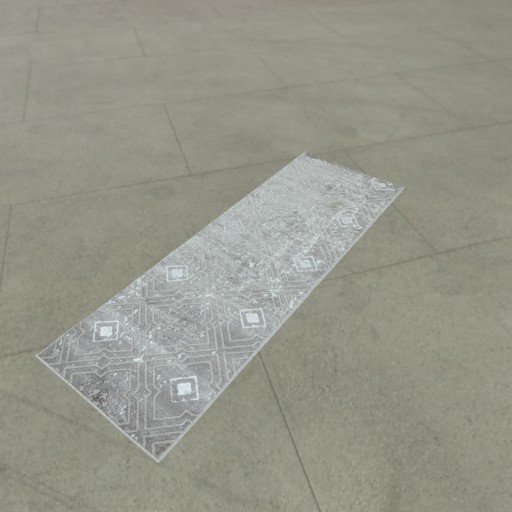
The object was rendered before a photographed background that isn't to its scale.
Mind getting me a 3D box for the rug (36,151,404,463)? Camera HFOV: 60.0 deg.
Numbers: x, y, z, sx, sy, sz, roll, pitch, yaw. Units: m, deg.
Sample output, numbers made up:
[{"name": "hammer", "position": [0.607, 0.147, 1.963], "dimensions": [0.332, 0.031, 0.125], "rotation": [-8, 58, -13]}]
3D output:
[{"name": "rug", "position": [0.000, 0.000, 2.620], "dimensions": [0.832, 0.035, 2.381], "rotation": [27, 50, 26]}]
